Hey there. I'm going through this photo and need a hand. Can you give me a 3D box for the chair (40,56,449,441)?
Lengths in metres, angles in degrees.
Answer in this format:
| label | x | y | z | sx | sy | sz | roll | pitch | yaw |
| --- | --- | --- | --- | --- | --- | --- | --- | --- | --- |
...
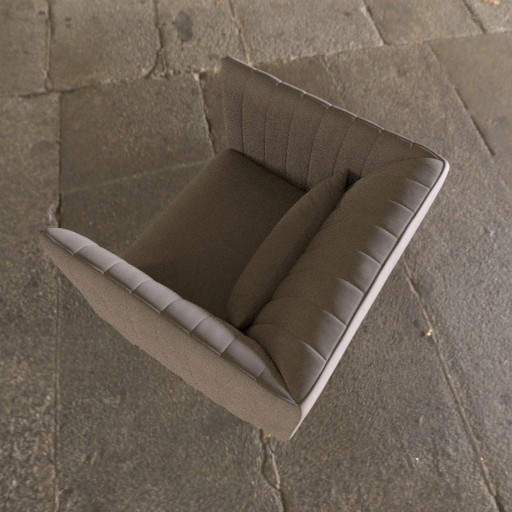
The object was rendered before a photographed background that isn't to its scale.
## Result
| label | x | y | z | sx | sy | sz | roll | pitch | yaw |
| --- | --- | --- | --- | --- | --- | --- | --- | --- | --- |
| chair | 0.000 | 0.000 | 1.618 | 0.873 | 0.779 | 0.981 | 31 | 66 | 15 |
